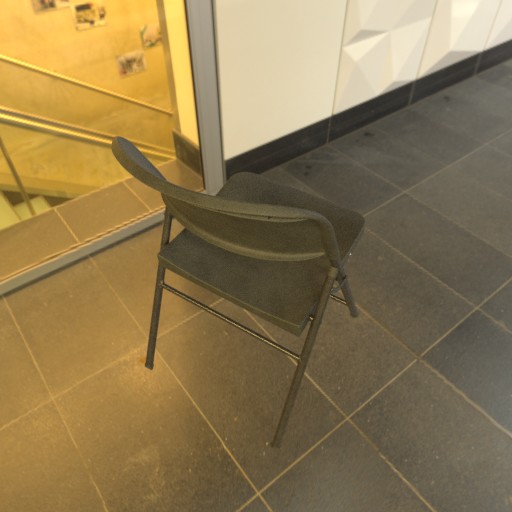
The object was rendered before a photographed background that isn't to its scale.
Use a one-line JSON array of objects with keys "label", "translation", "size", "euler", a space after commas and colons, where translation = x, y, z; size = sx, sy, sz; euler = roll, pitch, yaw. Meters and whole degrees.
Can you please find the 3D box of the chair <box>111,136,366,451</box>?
[{"label": "chair", "translation": [0.000, 0.000, 1.174], "size": [0.494, 0.810, 0.566], "euler": [25, 51, 22]}]
